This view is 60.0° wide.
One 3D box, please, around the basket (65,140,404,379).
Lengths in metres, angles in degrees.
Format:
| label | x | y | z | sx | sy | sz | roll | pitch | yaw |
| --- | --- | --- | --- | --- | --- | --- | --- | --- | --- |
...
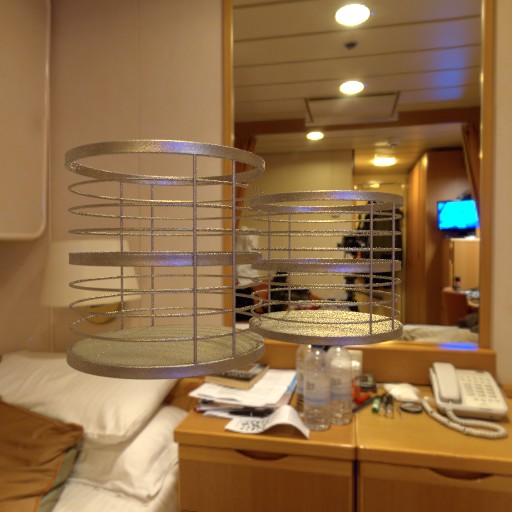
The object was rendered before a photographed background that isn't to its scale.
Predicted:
| label | x | y | z | sx | sy | sz | roll | pitch | yaw |
| --- | --- | --- | --- | --- | --- | --- | --- | --- | --- |
| basket | 0.000 | 0.000 | 0.935 | 0.746 | 0.351 | 0.356 | -1 | 2 | -35 |
